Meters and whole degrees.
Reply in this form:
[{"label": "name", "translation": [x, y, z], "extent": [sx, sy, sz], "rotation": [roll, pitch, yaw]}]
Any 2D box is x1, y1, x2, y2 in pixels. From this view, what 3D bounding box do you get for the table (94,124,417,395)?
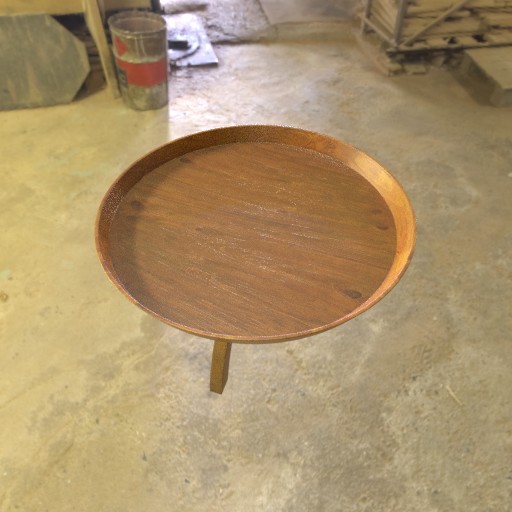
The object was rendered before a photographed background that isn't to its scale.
[{"label": "table", "translation": [0.000, 0.000, 1.606], "extent": [1.016, 0.470, 1.016], "rotation": [0, 48, 0]}]
